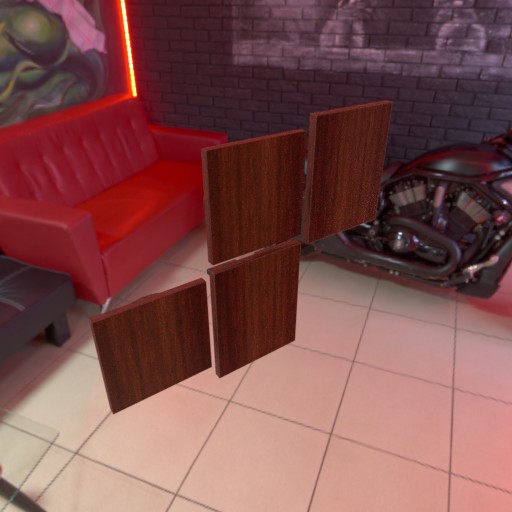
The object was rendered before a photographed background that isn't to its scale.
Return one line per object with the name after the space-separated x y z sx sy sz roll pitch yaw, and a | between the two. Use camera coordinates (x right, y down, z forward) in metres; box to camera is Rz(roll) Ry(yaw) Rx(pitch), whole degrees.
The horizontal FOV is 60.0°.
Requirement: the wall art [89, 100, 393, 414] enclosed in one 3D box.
0.000 0.000 0.841 0.635 0.497 0.030 -20 36 -30 | wall art
